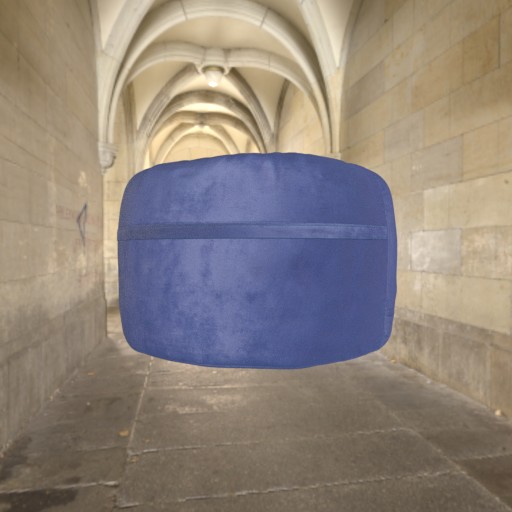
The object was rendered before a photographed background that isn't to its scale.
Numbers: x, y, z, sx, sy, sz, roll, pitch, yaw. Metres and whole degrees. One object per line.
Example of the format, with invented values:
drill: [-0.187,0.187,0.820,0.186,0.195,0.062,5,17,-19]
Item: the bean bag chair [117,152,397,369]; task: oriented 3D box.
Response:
bean bag chair: [0.000,0.000,2.012,1.219,0.762,1.219,0,1,0]
